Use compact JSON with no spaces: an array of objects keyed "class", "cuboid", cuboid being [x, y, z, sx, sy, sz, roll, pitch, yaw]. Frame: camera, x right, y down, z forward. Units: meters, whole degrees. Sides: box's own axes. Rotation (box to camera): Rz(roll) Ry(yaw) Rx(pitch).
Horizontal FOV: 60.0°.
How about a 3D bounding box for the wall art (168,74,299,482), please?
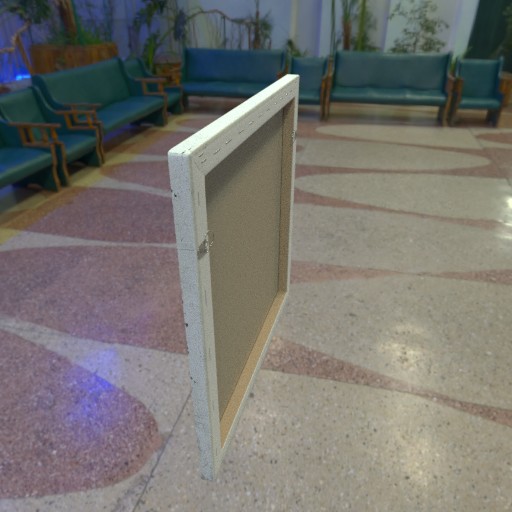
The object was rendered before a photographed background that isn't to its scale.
[{"class":"wall art","cuboid":[0.000,0.000,1.127,0.038,0.762,0.762,9,31,14]}]
